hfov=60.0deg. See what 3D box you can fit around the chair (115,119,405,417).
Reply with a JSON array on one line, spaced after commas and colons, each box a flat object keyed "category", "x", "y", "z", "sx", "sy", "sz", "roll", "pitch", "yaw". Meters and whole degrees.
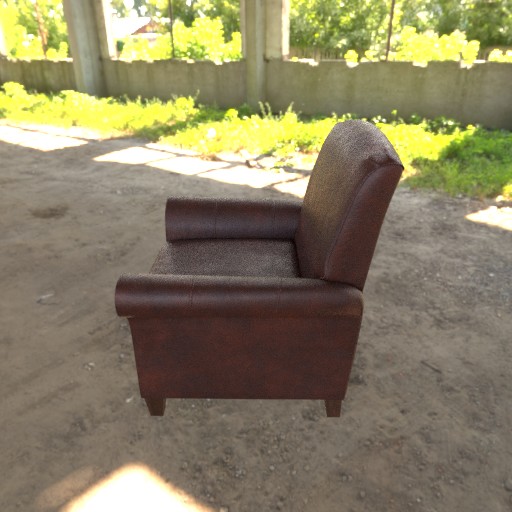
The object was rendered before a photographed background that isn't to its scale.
[{"category": "chair", "x": 0.000, "y": 0.000, "z": 1.832, "sx": 0.902, "sy": 1.061, "sz": 0.978, "roll": 0, "pitch": 25, "yaw": 0}]
